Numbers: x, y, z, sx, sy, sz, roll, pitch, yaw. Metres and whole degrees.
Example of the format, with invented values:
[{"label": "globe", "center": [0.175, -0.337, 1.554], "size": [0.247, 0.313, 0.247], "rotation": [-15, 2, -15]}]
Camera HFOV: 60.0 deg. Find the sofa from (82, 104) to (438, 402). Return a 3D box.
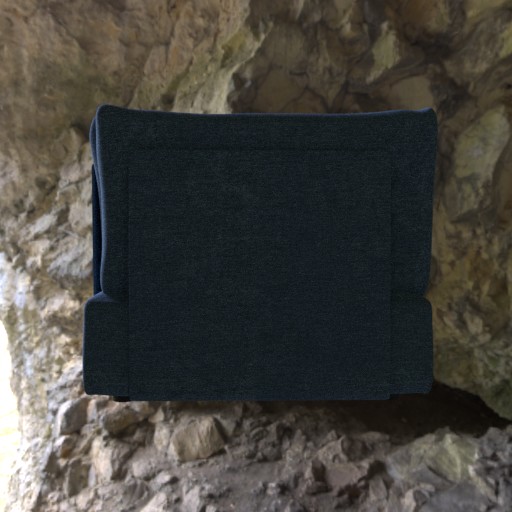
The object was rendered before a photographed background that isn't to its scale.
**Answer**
[{"label": "sofa", "center": [0.000, 0.000, 1.671], "size": [1.000, 0.820, 1.000], "rotation": [0, 0, -1]}]
